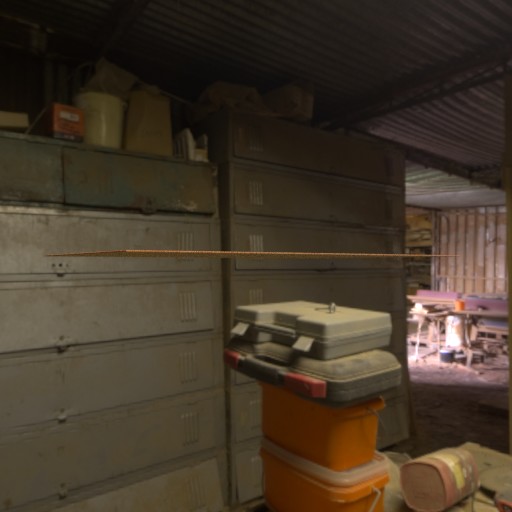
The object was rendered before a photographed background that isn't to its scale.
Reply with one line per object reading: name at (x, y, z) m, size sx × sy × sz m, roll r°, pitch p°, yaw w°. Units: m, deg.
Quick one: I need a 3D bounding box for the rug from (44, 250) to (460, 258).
rug at (0.000, 0.000, 2.919) m, size 2.285 × 0.006 × 1.524 m, roll 1°, pitch -1°, yaw -36°
